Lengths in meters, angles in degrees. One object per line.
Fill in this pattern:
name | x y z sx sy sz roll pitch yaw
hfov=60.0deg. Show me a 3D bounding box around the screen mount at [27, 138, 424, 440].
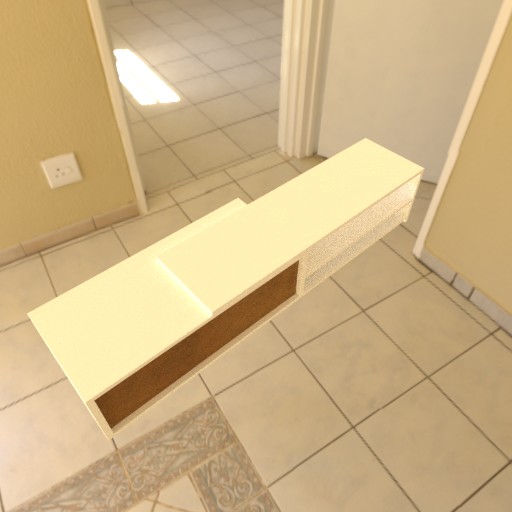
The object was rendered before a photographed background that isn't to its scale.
screen mount | 0.000 0.000 1.864 1.680 0.320 0.420 -33 55 -27
